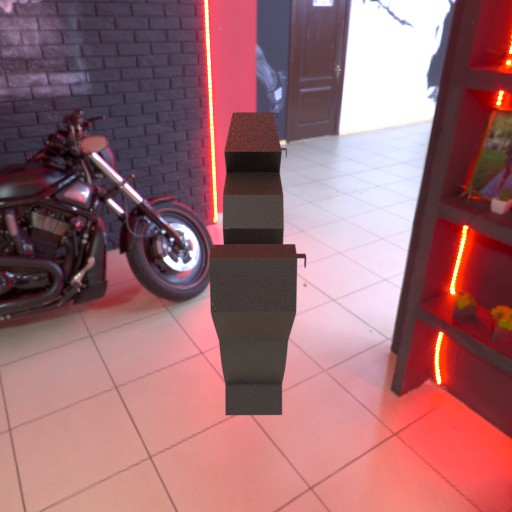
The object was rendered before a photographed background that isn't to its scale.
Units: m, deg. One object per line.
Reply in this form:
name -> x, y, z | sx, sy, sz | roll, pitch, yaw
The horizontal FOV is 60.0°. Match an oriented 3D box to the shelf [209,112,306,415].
shelf -> 0.000, 0.000, 0.904 | 0.112, 0.439, 0.729 | 0, 28, 0
